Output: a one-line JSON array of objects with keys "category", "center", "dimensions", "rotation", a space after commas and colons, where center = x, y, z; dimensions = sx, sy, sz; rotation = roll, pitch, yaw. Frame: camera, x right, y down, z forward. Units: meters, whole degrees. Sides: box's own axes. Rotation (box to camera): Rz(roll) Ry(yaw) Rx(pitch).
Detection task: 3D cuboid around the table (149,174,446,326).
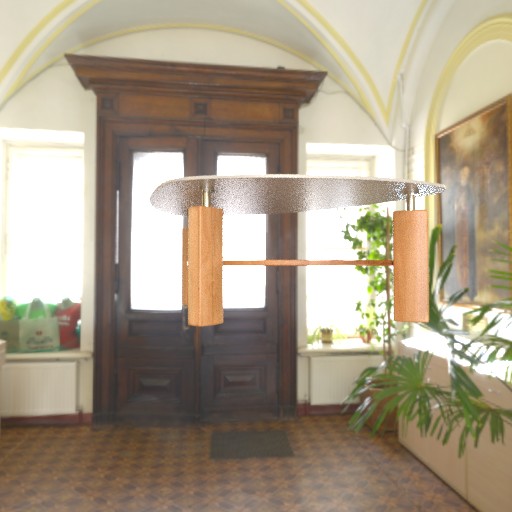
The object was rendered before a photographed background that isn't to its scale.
[{"category": "table", "center": [0.000, 0.000, 1.649], "dimensions": [1.250, 0.440, 0.850], "rotation": [-1, -2, 37]}]
